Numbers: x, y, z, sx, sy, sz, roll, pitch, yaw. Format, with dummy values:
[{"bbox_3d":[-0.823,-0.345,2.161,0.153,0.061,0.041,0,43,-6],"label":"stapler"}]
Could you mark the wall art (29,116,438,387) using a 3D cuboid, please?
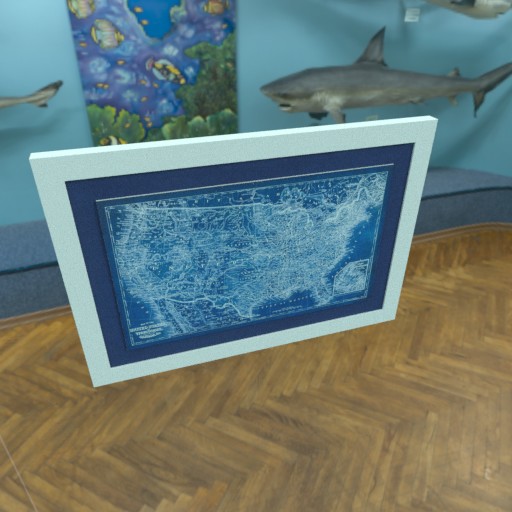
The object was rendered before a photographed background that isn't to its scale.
[{"bbox_3d":[0.000,0.000,1.630,1.308,0.902,0.051,-10,34,-15],"label":"wall art"}]
